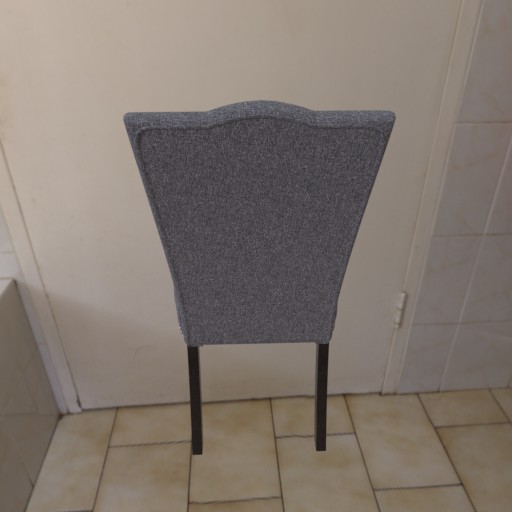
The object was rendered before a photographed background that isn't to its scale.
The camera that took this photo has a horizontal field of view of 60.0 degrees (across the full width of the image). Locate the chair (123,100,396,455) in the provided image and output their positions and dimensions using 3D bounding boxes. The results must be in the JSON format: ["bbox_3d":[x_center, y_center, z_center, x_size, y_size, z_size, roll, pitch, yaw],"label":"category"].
[{"bbox_3d":[0.000,0.000,1.250,0.518,0.946,0.589,-1,31,-2],"label":"chair"}]
